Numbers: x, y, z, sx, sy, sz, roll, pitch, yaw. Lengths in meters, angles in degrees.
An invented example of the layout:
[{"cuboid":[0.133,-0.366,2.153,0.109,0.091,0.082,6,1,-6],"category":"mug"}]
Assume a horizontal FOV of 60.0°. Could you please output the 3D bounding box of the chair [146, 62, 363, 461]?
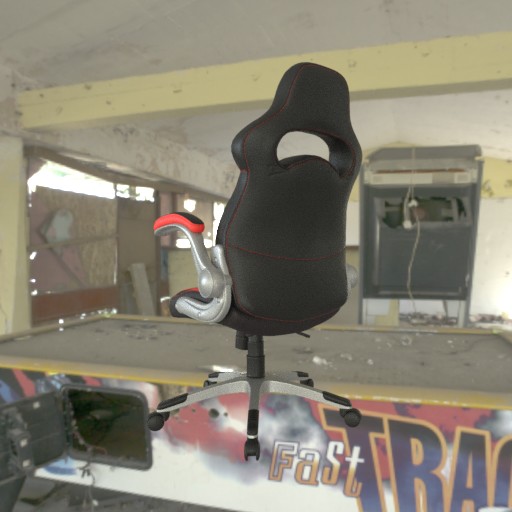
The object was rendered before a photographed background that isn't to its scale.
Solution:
[{"cuboid":[0.000,0.000,1.613,0.758,1.165,0.712,0,0,-36],"category":"chair"}]
